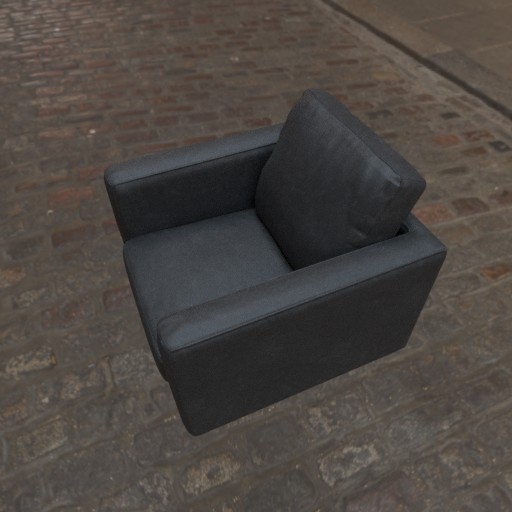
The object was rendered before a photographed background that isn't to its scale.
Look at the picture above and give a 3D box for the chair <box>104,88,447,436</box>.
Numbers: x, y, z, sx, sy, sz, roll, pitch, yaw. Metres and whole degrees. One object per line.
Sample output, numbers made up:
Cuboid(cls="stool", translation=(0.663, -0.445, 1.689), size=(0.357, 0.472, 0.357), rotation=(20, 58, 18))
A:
Cuboid(cls="chair", translation=(0.000, 0.000, 1.572), size=(0.879, 0.898, 0.831), rotation=(-18, 50, -16))
